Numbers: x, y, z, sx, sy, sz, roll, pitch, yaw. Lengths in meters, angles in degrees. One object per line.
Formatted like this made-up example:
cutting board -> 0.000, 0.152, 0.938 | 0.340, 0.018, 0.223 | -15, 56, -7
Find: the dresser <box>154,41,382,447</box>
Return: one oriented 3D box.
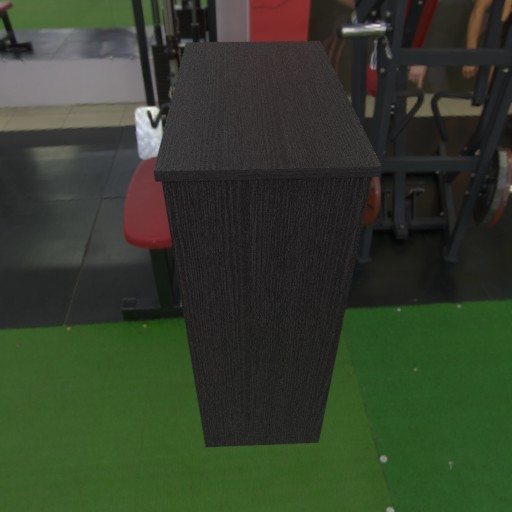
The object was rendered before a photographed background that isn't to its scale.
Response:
dresser -> 0.000, 0.000, 1.347 | 0.399, 1.020, 0.704 | -2, 42, -2
